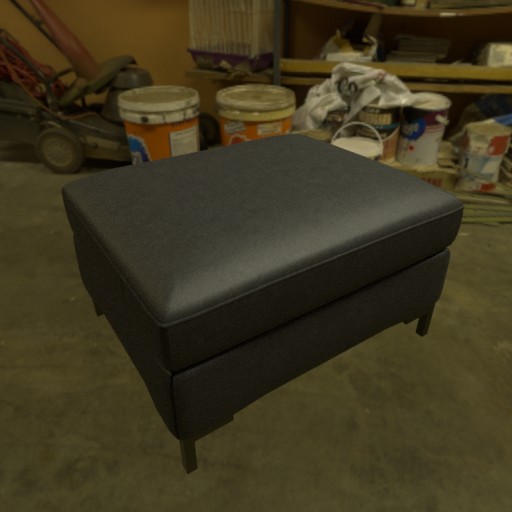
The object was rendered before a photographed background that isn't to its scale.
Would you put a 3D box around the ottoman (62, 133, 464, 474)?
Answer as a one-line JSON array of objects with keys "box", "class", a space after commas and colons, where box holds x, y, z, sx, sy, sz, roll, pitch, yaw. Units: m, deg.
[{"box": [0.000, 0.000, 1.768, 1.187, 0.696, 0.967, -20, 37, -28], "class": "ottoman"}]
